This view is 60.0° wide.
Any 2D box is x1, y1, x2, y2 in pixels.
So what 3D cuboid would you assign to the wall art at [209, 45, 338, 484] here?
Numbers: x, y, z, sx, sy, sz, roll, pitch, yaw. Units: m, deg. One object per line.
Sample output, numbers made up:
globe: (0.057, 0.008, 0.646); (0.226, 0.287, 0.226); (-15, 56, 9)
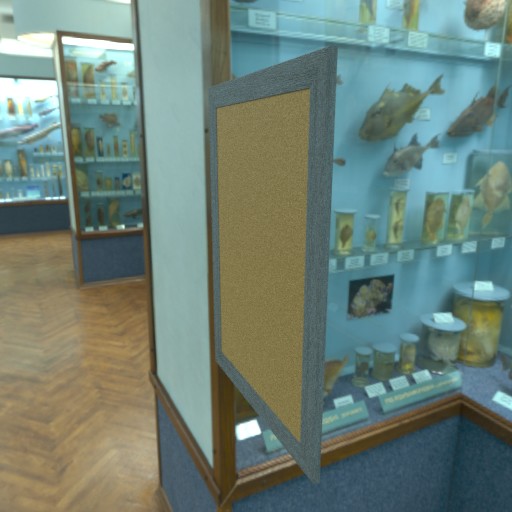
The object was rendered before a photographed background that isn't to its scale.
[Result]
wall art: (0.000, 0.000, 1.385); (0.020, 1.070, 0.768); (-6, 15, -24)
